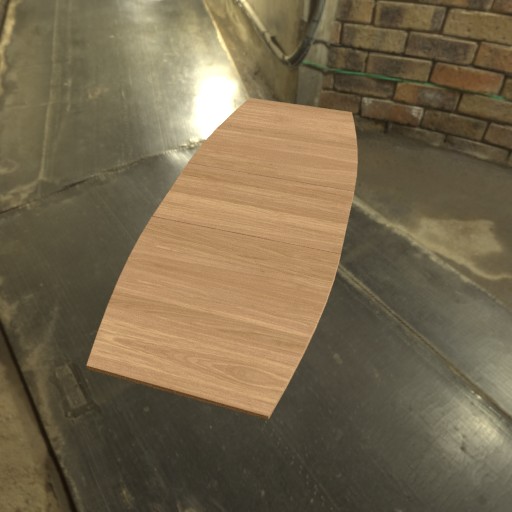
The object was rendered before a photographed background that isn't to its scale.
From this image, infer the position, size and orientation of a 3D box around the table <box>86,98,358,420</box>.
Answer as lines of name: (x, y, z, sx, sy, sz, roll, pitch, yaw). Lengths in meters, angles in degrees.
table: (0.000, 0.000, 2.444, 0.900, 0.750, 2.032, 12, 48, 11)
